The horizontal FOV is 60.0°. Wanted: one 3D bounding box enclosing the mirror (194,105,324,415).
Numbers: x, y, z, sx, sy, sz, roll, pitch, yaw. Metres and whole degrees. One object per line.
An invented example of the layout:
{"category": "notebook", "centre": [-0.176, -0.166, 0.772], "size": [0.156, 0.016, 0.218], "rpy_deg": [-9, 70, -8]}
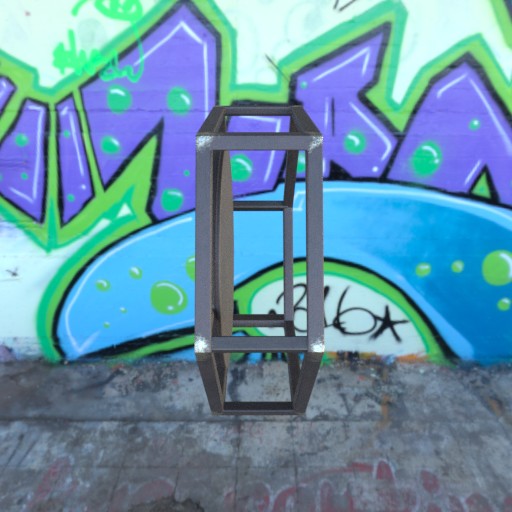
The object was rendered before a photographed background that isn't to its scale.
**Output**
{"category": "mirror", "centre": [0.000, 0.000, 0.553], "size": [0.119, 0.334, 0.380], "rpy_deg": [0, 26, 0]}
